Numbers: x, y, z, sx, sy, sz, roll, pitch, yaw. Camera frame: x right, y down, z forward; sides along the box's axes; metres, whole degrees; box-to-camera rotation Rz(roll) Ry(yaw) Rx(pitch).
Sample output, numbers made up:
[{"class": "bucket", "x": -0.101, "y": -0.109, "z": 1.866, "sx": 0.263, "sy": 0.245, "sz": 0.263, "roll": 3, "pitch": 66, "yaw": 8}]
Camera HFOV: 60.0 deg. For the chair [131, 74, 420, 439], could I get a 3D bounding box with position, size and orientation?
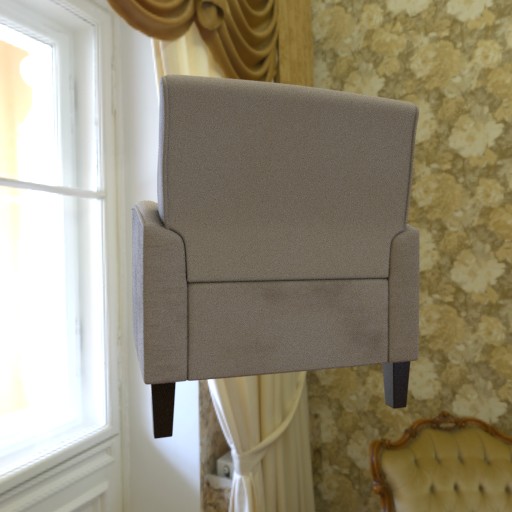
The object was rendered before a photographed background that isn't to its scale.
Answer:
[{"class": "chair", "x": 0.000, "y": 0.000, "z": 1.546, "sx": 0.820, "sy": 0.915, "sz": 0.821, "roll": 0, "pitch": 1, "yaw": -17}]
